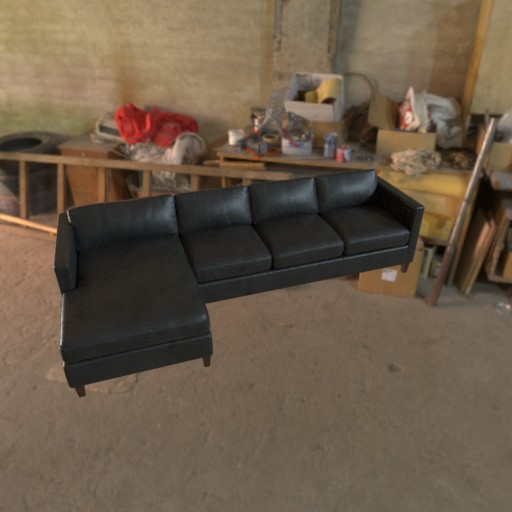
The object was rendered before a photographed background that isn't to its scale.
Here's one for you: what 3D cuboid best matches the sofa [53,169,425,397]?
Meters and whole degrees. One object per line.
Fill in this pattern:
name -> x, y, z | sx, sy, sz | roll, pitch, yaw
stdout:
sofa -> 0.000, 0.000, 3.910 | 3.203, 0.883, 1.581 | -10, 33, -16
